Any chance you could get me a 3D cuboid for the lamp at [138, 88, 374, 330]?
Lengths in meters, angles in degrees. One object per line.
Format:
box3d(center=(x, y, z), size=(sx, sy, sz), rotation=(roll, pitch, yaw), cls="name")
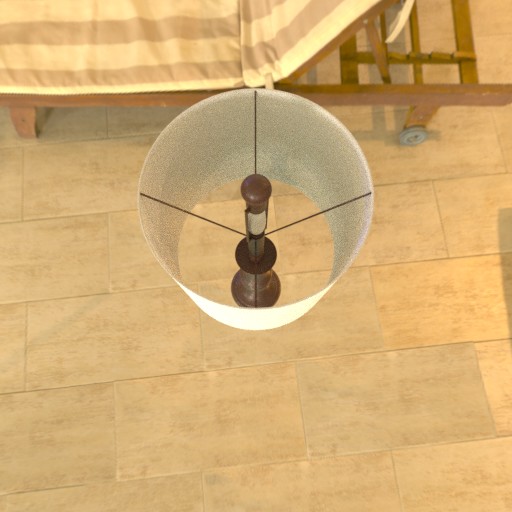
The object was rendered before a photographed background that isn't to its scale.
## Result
box3d(center=(0.000, 0.000, 0.736), size=(0.250, 0.597, 0.250), rotation=(0, 76, 0), cls="lamp")
